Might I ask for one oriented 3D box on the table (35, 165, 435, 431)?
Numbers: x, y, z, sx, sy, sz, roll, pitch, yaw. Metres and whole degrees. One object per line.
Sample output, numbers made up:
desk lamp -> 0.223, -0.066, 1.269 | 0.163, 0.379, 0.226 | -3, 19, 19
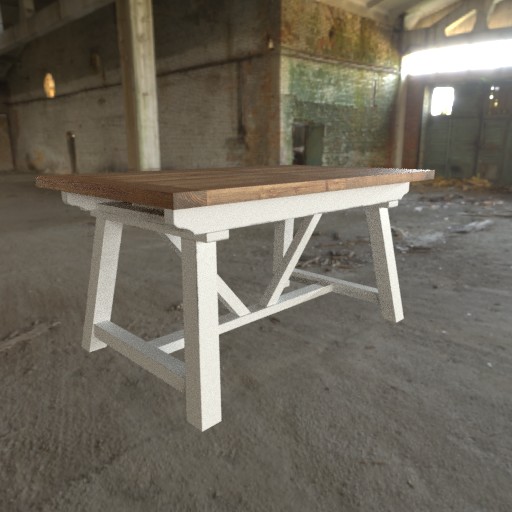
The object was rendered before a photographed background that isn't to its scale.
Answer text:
table -> 0.000, 0.000, 2.011 | 0.922, 0.743, 1.503 | 13, 19, 43
